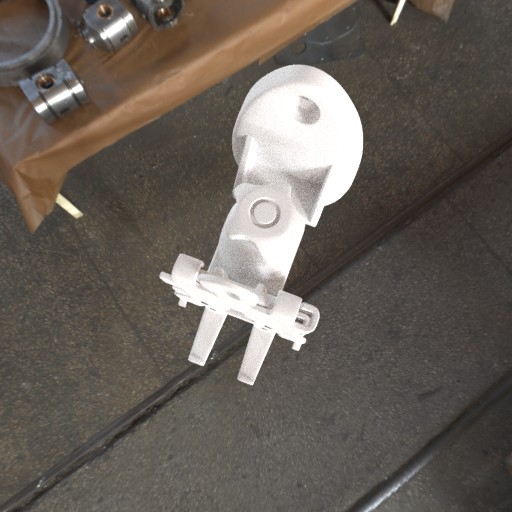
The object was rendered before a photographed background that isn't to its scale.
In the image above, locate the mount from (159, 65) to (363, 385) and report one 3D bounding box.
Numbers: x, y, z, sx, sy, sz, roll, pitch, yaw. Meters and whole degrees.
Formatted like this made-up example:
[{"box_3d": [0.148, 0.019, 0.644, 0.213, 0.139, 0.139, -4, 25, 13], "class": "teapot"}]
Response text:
[{"box_3d": [0.000, 0.000, 0.177, 0.066, 0.118, 0.100, 20, 78, 4], "class": "mount"}]
